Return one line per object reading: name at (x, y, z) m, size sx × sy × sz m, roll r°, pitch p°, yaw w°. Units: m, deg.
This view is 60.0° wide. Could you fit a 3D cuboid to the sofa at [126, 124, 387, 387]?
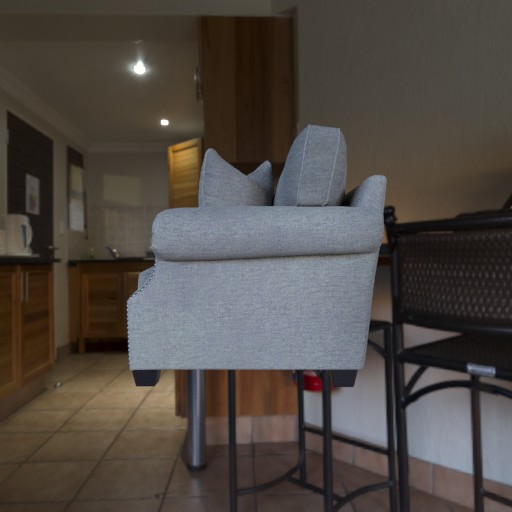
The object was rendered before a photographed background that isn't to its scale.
sofa at (0.000, 0.000, 2.383) m, size 0.966 × 0.966 × 1.701 m, roll 0°, pitch 0°, yaw 0°
